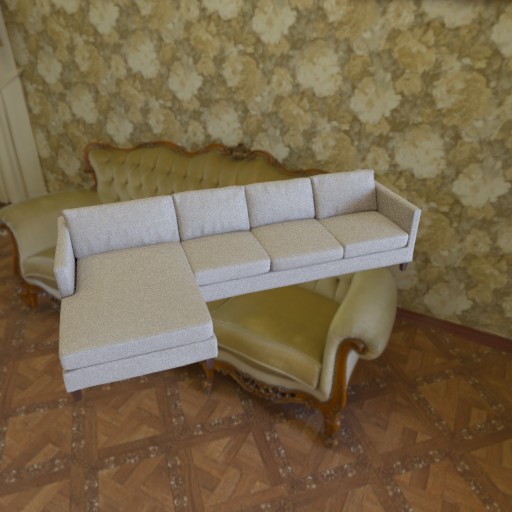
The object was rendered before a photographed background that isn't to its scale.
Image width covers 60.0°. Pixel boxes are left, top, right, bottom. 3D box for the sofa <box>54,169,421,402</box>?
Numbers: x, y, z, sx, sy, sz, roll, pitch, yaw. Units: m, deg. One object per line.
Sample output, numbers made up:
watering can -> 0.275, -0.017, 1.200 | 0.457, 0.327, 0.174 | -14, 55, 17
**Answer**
sofa -> 0.000, 0.000, 3.856 | 3.186, 0.846, 1.625 | -10, 32, -16
